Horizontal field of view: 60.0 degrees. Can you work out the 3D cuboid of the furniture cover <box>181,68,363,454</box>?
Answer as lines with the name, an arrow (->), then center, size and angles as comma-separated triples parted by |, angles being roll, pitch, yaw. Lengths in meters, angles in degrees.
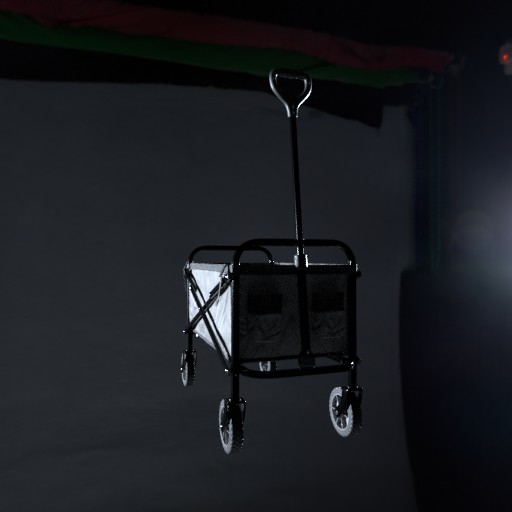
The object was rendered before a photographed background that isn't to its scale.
furniture cover -> 0.000, 0.000, 1.889 | 0.532, 1.295, 1.038 | 0, 0, -19
